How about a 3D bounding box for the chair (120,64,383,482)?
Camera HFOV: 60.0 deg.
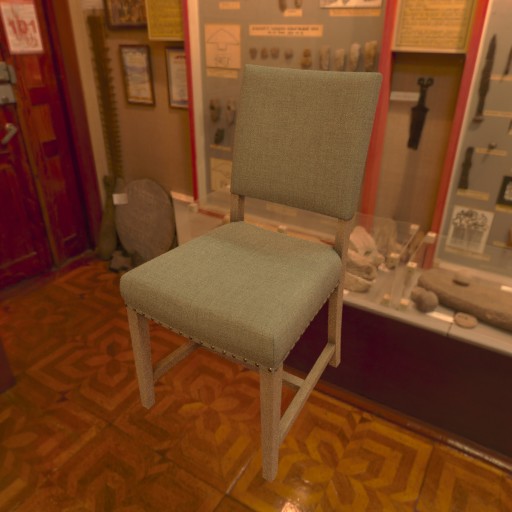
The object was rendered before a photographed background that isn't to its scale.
[{"bbox_3d":[0.000,0.000,1.312,0.508,0.986,0.622,17,33,29],"label":"chair"}]
